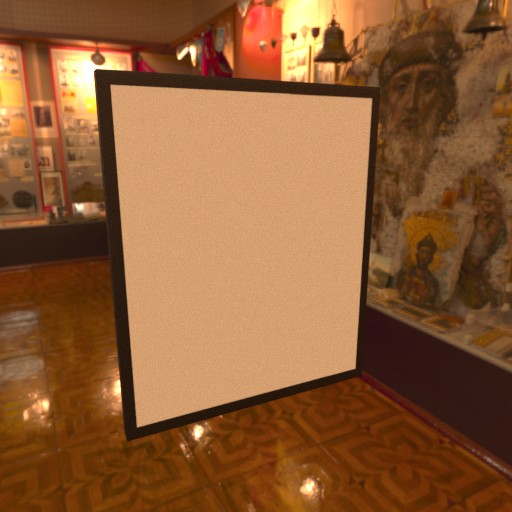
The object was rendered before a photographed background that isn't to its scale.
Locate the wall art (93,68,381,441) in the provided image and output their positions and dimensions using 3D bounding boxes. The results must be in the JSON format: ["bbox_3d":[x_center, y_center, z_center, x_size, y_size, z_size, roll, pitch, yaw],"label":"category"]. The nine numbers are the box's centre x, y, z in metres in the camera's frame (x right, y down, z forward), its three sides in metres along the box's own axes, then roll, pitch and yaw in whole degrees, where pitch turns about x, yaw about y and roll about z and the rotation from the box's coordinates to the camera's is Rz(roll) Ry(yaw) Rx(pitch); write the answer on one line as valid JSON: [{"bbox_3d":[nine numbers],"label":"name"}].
[{"bbox_3d":[0.000,0.000,0.685,0.430,0.509,0.021,-7,16,-25],"label":"wall art"}]
